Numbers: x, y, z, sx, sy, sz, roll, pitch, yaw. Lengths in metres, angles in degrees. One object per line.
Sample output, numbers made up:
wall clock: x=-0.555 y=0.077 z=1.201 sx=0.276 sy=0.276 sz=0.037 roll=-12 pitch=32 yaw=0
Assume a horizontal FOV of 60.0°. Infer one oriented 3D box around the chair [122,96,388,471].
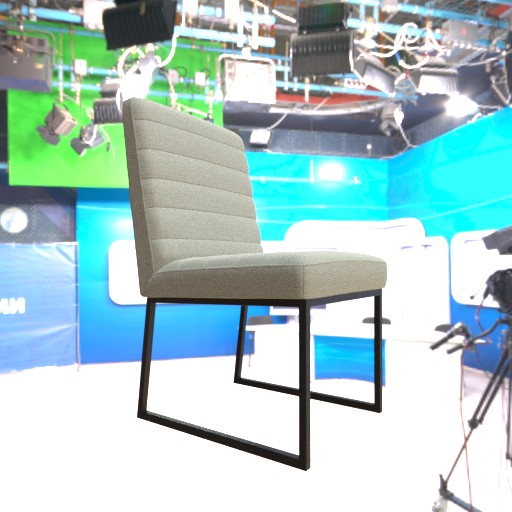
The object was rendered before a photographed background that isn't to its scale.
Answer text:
chair: x=0.000 y=0.000 z=1.313 sx=0.634 sy=0.930 sz=0.520 roll=0 pitch=-1 yaw=36
